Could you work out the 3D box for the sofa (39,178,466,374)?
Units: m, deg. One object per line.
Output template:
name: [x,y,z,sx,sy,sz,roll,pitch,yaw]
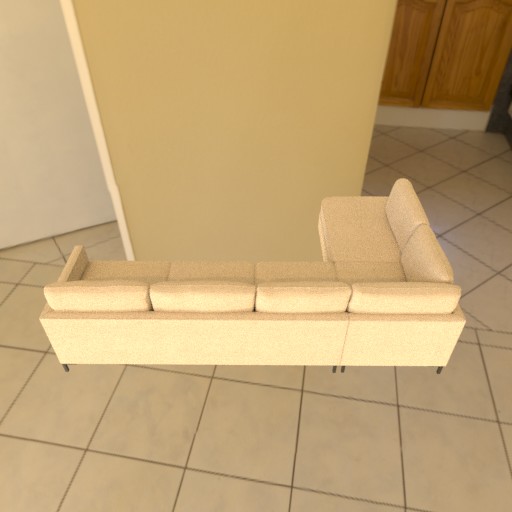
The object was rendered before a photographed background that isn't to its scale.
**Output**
sofa: [0.000,0.000,4.380,3.384,0.996,2.048,0,41,0]
